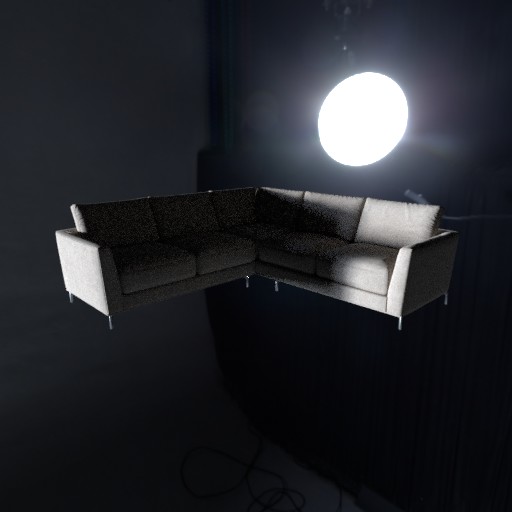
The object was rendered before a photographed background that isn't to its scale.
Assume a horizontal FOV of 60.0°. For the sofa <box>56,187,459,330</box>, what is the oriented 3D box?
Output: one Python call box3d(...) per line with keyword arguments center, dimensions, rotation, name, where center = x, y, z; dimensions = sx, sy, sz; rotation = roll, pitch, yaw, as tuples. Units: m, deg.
box3d(center=(0.000, 0.000, 3.742), dimensions=(2.438, 0.864, 2.438), rotation=(-14, 20, -42), name="sofa")
